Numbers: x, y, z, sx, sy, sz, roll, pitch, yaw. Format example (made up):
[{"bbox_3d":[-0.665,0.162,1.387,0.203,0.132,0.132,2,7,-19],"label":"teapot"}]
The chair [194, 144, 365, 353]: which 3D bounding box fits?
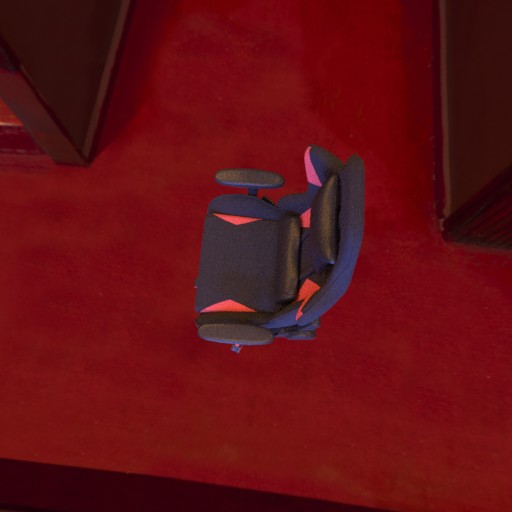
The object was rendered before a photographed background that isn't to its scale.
[{"bbox_3d":[0.000,0.000,1.743,0.658,1.326,0.695,4,75,1],"label":"chair"}]
